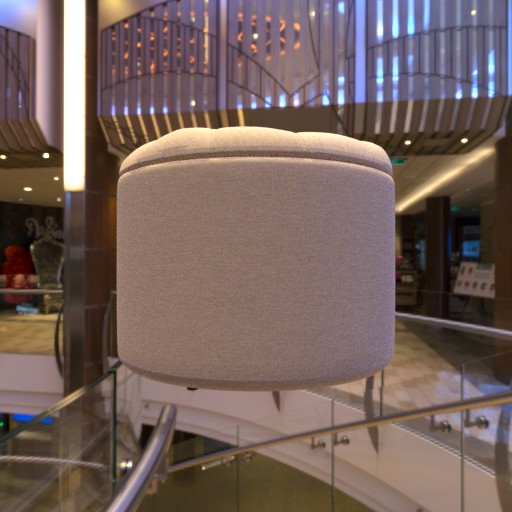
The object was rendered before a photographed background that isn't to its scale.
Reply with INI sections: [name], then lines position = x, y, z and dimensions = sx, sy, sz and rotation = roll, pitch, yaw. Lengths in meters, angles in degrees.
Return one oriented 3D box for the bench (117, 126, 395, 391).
[bench]
position = 0.000, 0.000, 1.001
dimensions = 0.600, 0.454, 0.600
rotation = 0, 0, 0
